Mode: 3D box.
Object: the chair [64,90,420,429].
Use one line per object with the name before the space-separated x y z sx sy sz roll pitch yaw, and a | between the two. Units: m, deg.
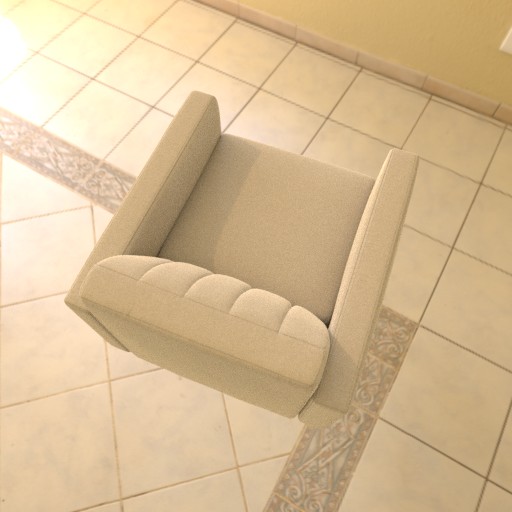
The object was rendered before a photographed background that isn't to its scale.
chair | 0.000 0.000 1.681 0.953 0.819 0.998 19 65 9
